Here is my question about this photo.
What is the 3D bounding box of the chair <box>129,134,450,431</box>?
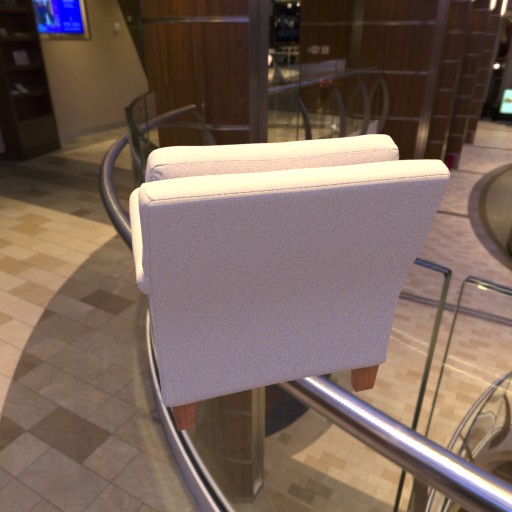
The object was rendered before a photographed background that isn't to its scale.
[{"bbox_3d":[0.000,0.000,1.813,0.955,1.038,1.070,-7,27,-14],"label":"chair"}]
